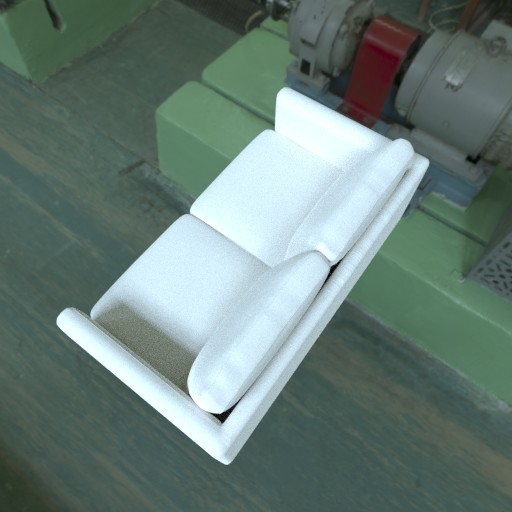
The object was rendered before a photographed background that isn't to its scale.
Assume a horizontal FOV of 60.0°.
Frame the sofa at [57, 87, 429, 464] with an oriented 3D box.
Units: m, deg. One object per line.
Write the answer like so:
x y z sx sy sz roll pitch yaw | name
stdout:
0.000 0.000 2.261 0.940 0.893 1.713 33 67 16 | sofa
